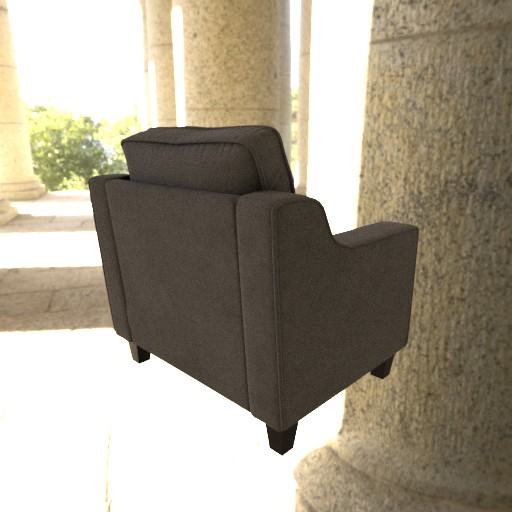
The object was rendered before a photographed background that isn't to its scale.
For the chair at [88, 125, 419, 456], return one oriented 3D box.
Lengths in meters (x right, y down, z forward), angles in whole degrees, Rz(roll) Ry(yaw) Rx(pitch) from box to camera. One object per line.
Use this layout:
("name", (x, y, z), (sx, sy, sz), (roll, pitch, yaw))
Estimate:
("chair", (0.000, 0.000, 1.684), (0.926, 0.944, 0.840), (14, 21, 42))
